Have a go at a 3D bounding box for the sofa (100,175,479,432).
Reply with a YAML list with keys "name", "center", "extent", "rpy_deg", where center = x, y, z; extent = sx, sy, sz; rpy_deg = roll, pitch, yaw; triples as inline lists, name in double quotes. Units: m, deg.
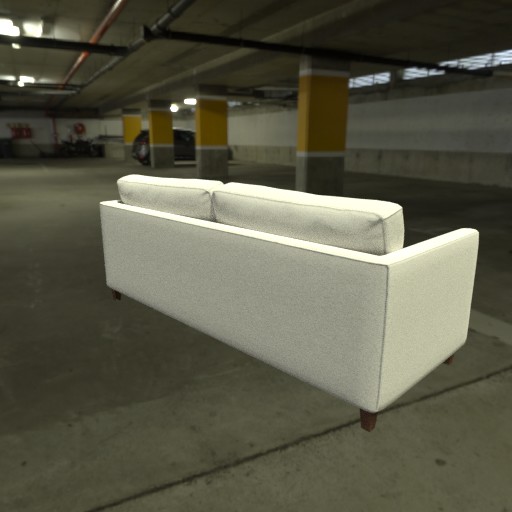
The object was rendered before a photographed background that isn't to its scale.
- name: "sofa"
  center: [0.000, 0.000, 2.813]
  extent: [0.951, 0.962, 2.361]
  rpy_deg: [-14, 20, -43]
